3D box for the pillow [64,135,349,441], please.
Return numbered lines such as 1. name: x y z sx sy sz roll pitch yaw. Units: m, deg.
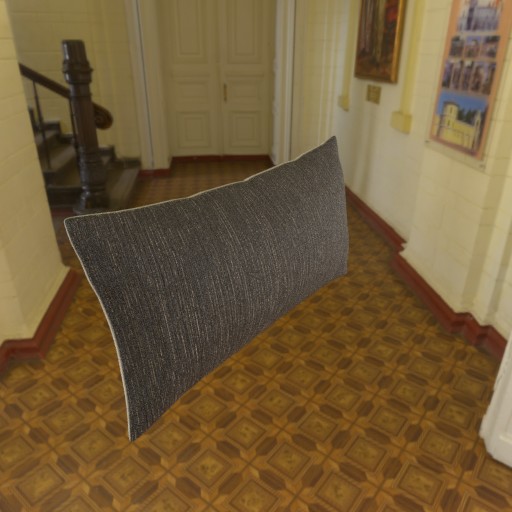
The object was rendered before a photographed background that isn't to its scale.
1. pillow: 0.000 0.000 0.751 0.156 0.305 0.608 19 32 34
